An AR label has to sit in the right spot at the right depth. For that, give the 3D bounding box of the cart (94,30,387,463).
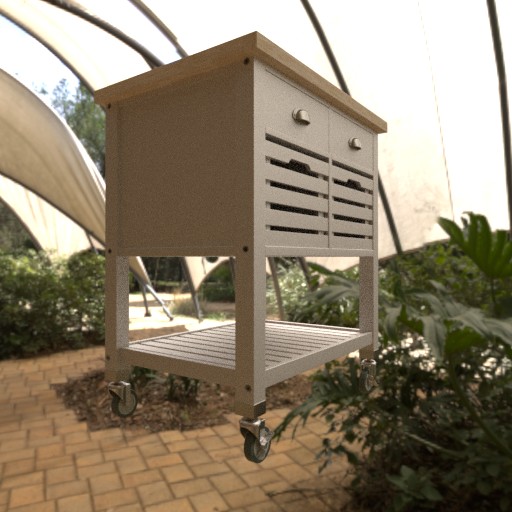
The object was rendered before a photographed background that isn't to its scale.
[{"bbox_3d":[0.000,0.000,1.371,0.559,0.914,0.762,0,0,36],"label":"cart"}]
